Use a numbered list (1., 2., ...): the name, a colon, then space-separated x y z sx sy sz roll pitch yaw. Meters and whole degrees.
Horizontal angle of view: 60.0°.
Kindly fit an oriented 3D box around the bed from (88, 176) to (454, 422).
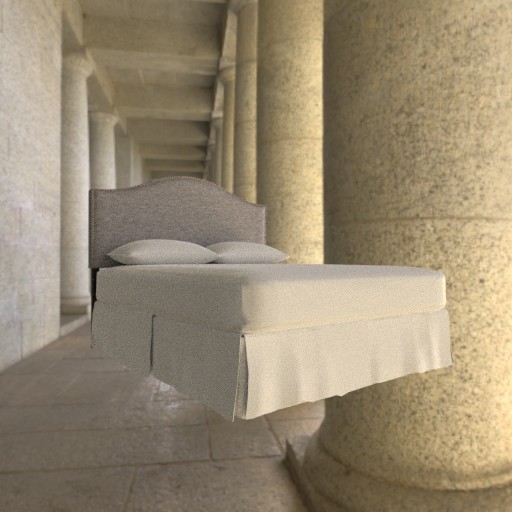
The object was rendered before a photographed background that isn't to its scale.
1. bed: 0.000 0.000 2.883 1.610 1.295 1.870 0 -1 -38
